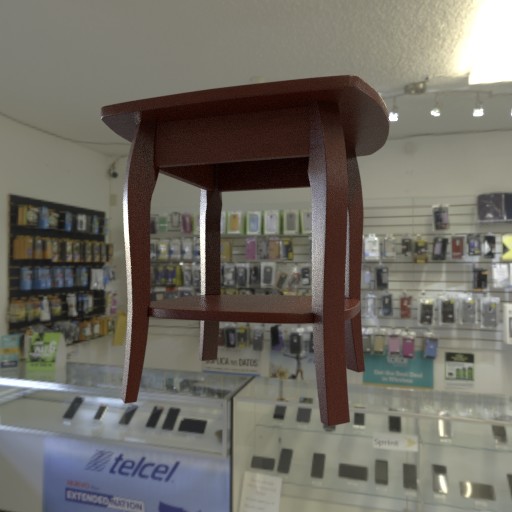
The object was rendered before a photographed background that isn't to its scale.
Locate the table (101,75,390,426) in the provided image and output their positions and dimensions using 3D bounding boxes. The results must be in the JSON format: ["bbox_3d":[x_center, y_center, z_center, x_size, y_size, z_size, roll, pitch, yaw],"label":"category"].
[{"bbox_3d":[0.000,0.000,0.866,0.502,0.496,0.433,0,-1,18],"label":"table"}]
